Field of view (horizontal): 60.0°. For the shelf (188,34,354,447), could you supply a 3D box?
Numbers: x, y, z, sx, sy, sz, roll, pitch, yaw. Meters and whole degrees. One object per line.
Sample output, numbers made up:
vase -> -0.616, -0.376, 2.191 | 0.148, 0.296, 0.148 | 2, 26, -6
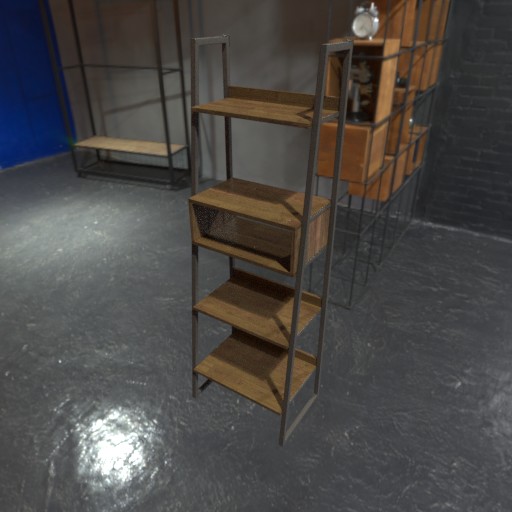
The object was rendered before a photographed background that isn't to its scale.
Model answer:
shelf -> 0.000, 0.000, 2.278 | 0.652, 2.005, 0.454 | 18, 34, 29
